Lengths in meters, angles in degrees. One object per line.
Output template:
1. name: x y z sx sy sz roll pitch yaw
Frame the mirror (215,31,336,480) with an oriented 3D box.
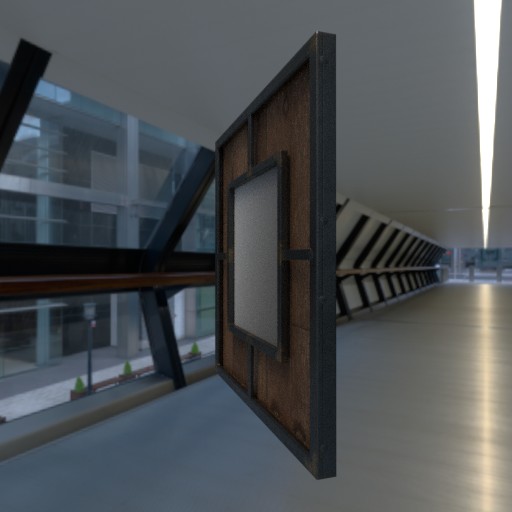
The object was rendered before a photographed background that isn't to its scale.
1. mirror: 0.000 0.000 0.559 0.020 0.381 0.382 0 0 -18
